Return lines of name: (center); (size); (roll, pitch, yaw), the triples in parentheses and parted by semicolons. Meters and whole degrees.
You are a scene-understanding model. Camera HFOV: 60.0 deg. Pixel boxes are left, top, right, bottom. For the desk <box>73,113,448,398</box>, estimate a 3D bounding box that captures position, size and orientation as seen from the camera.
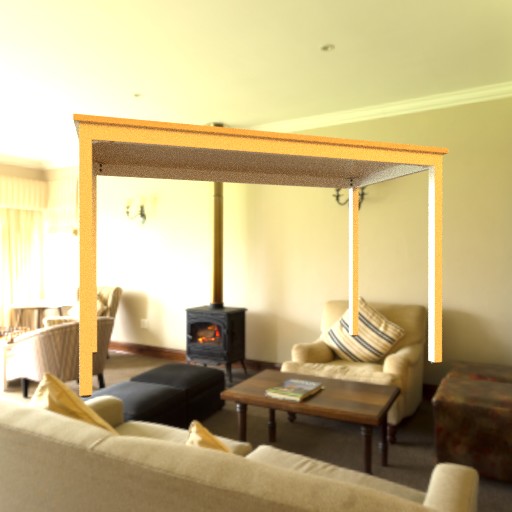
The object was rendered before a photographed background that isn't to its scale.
desk: (0.000, 0.000, 1.625); (1.200, 0.750, 0.600); (0, 0, -18)
